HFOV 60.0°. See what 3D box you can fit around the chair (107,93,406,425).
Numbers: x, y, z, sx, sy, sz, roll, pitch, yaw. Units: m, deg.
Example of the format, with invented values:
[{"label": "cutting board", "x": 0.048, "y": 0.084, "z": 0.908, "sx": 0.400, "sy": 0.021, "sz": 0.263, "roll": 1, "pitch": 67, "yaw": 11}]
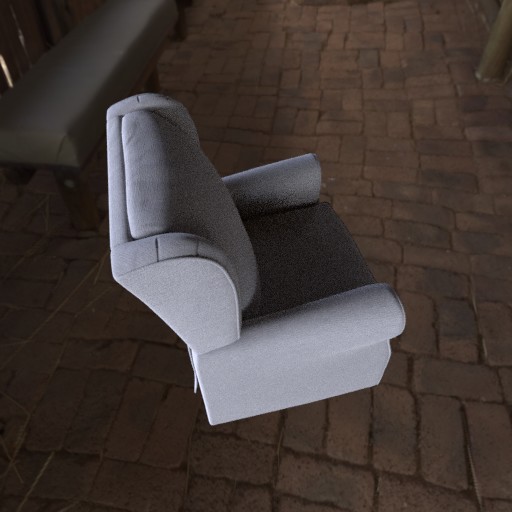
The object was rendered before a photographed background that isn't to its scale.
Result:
[{"label": "chair", "x": 0.000, "y": 0.000, "z": 1.633, "sx": 0.854, "sy": 0.966, "sz": 0.906, "roll": -10, "pitch": 48, "yaw": -9}]
